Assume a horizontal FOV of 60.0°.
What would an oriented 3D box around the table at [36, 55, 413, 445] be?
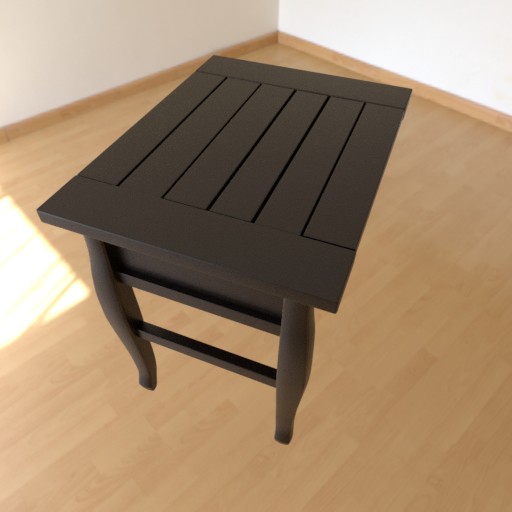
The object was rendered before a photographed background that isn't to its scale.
[{"bbox_3d":[0.000,0.000,1.004,0.460,0.604,0.602,16,49,15],"label":"table"}]
